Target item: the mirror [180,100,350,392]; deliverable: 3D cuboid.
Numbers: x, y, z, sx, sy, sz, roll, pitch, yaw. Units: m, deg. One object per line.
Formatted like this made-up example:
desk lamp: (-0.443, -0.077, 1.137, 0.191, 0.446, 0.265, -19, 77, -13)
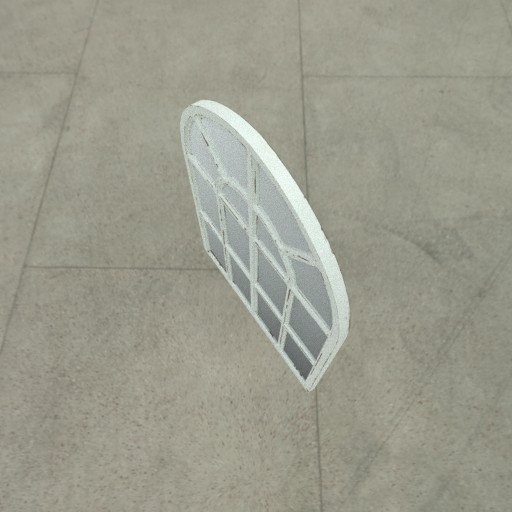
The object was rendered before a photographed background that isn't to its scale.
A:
mirror: (0.000, 0.000, 1.201, 0.032, 0.920, 0.660, -32, 67, -15)
